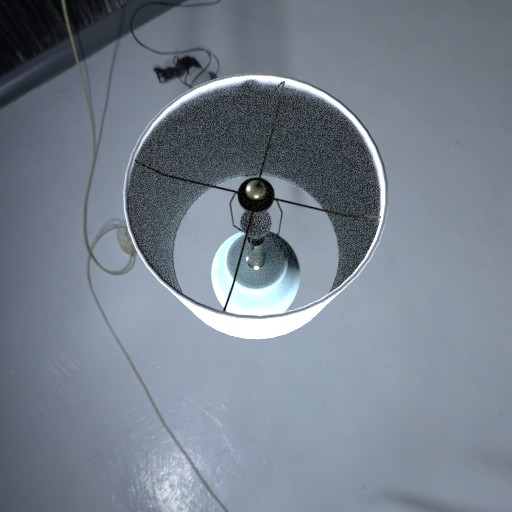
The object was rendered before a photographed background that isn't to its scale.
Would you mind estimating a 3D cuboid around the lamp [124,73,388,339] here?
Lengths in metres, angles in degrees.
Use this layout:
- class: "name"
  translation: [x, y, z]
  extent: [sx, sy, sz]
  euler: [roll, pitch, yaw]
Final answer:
- class: "lamp"
  translation: [0.000, 0.000, 1.120]
  extent: [0.418, 0.871, 0.418]
  euler: [-37, 78, -9]
